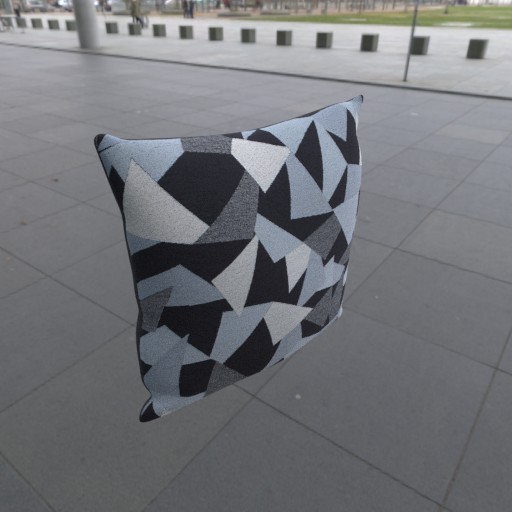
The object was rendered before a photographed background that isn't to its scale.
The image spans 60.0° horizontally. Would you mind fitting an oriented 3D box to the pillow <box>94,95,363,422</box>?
[{"bbox_3d":[0.000,0.000,0.774,0.503,0.496,0.208,-21,36,-32],"label":"pillow"}]
